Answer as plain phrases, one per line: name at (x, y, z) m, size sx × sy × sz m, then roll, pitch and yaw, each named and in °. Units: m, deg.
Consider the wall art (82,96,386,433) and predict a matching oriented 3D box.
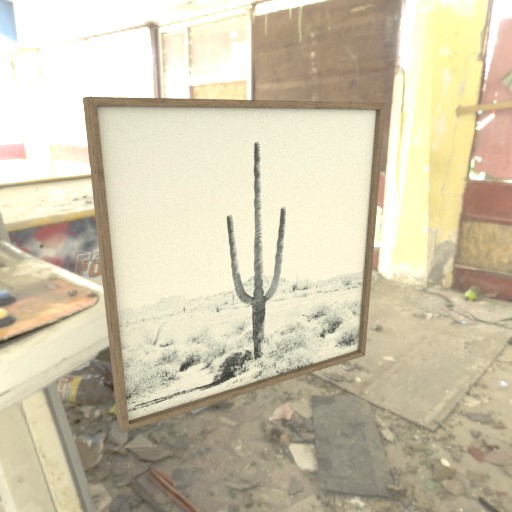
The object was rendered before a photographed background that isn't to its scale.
wall art at (0.000, 0.000, 0.767) m, size 0.508 × 0.508 × 0.038 m, roll -9°, pitch 19°, yaw -27°
